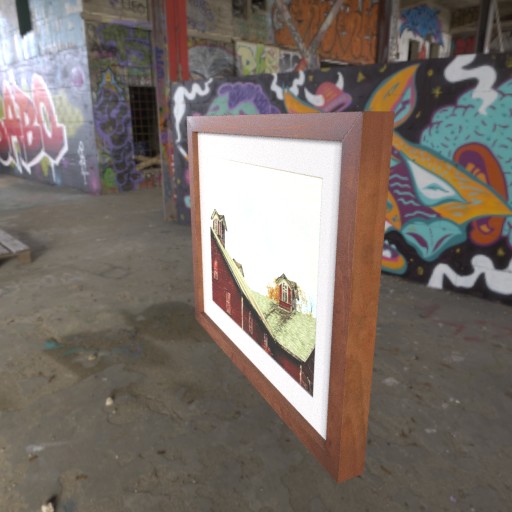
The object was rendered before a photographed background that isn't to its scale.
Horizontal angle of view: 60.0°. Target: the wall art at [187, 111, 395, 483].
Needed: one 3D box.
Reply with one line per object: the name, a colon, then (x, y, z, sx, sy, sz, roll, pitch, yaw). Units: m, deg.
wall art: (0.000, 0.000, 0.541, 0.030, 0.328, 0.401, -8, 19, -25)
